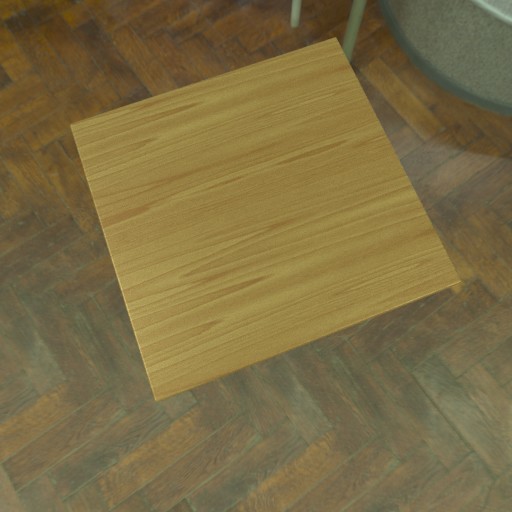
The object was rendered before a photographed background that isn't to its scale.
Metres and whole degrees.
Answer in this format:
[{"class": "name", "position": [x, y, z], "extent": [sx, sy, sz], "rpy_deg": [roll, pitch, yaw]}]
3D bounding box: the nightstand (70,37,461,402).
[{"class": "nightstand", "position": [0.000, 0.000, 0.915], "extent": [0.428, 0.614, 0.418], "rpy_deg": [-20, 76, -5]}]
